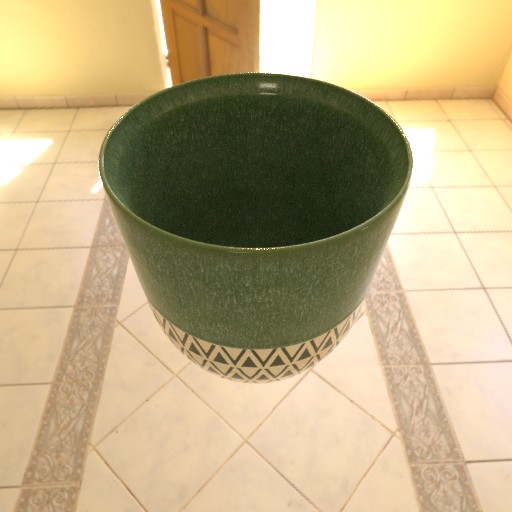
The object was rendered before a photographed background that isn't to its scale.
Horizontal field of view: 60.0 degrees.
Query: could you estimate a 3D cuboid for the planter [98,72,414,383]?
[{"bbox_3d":[0.000,0.000,0.358,0.195,0.214,0.195,0,47,0],"label":"planter"}]
